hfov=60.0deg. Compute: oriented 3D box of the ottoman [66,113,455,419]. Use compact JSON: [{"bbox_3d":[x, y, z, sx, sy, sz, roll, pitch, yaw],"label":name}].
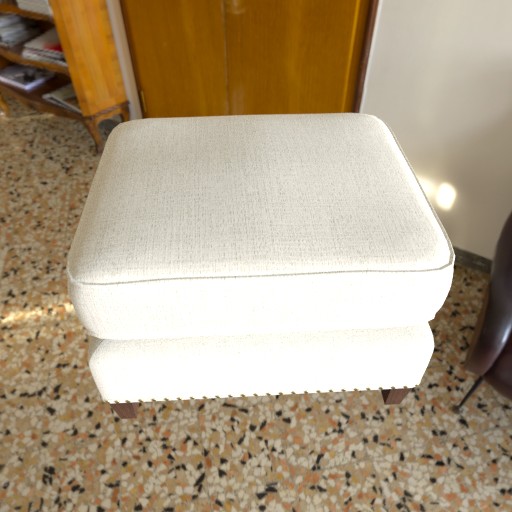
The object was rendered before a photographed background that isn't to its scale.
[{"bbox_3d":[0.000,0.000,1.099,0.738,0.537,0.589,-2,45,-2],"label":"ottoman"}]
